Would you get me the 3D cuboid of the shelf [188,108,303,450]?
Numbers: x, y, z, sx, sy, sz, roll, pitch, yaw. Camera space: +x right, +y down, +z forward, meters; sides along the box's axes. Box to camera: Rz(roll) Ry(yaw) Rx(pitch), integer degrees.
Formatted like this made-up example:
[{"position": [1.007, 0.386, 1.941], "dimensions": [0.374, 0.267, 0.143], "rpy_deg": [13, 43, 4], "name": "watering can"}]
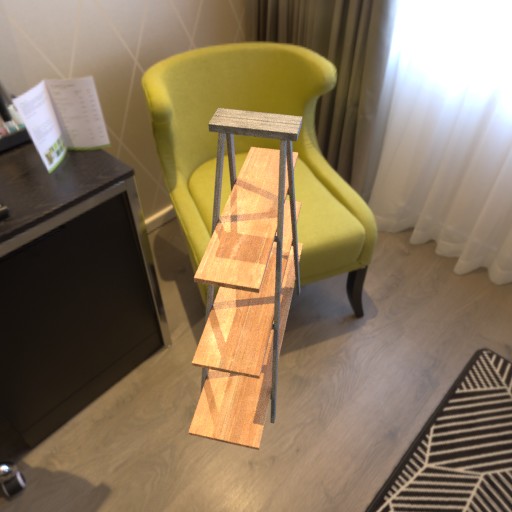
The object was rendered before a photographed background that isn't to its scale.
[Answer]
[{"position": [0.000, 0.000, 2.704], "dimensions": [0.508, 1.808, 1.746], "rpy_deg": [9, 45, 9], "name": "shelf"}]
